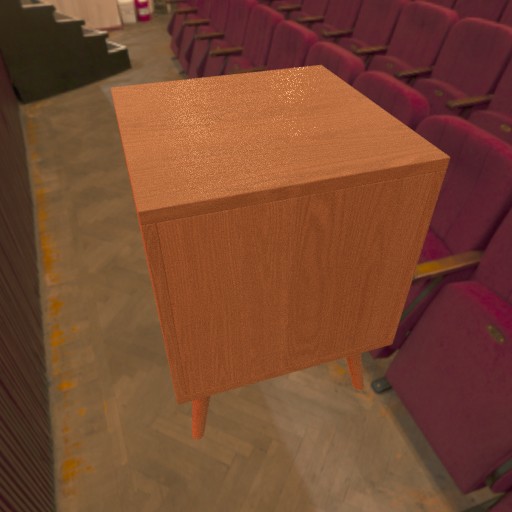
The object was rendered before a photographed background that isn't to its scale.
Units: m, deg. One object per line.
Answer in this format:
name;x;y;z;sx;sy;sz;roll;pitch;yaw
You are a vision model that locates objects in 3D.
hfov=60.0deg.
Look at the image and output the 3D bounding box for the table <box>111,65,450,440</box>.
table;0.000;0.000;0.849;0.400;0.550;0.400;-12;42;-14
